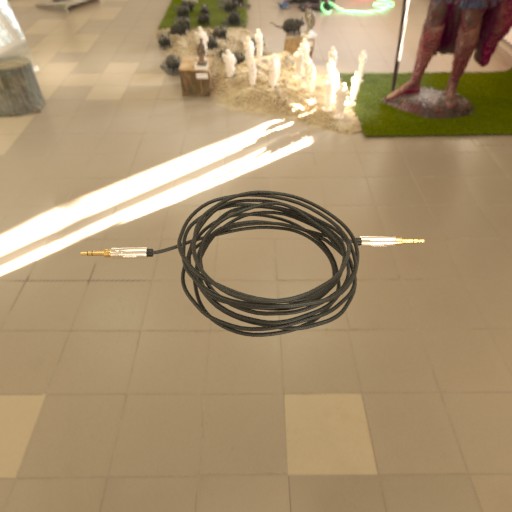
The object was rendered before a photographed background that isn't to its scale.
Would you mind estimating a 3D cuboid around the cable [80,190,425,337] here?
[{"bbox_3d":[0.000,0.000,0.505,0.432,0.069,0.198,-1,42,-1],"label":"cable"}]
